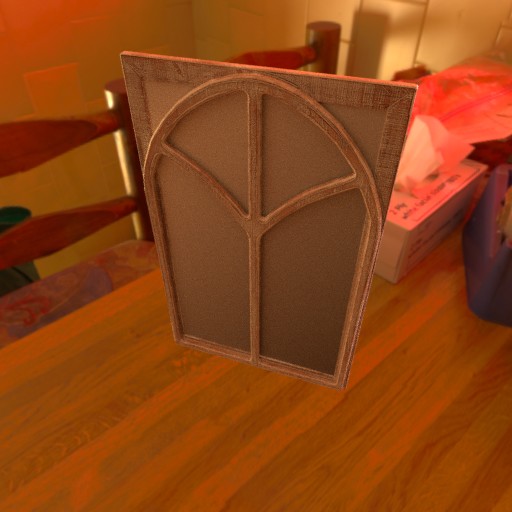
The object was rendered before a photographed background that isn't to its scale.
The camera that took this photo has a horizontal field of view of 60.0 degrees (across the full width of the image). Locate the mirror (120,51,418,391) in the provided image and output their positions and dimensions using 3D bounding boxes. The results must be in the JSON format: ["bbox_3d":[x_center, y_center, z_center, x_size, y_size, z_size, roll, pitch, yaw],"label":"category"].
[{"bbox_3d":[0.000,0.000,0.960,0.495,0.787,0.058,13,43,14],"label":"mirror"}]
